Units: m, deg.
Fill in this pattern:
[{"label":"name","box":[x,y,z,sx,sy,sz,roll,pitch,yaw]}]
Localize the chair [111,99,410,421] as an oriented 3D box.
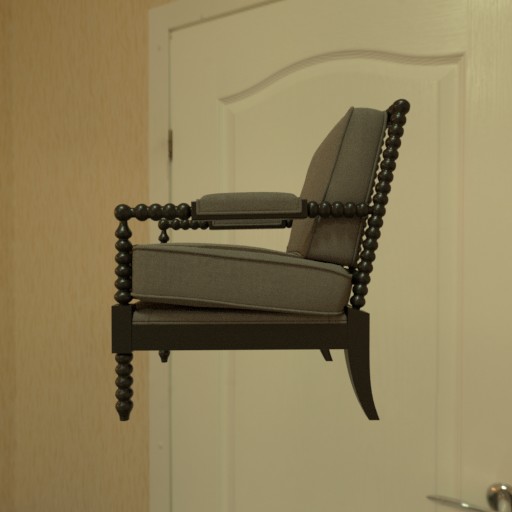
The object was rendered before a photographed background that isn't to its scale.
[{"label":"chair","box":[0.000,0.000,1.140,0.622,0.661,0.540,0,1,-2]}]
